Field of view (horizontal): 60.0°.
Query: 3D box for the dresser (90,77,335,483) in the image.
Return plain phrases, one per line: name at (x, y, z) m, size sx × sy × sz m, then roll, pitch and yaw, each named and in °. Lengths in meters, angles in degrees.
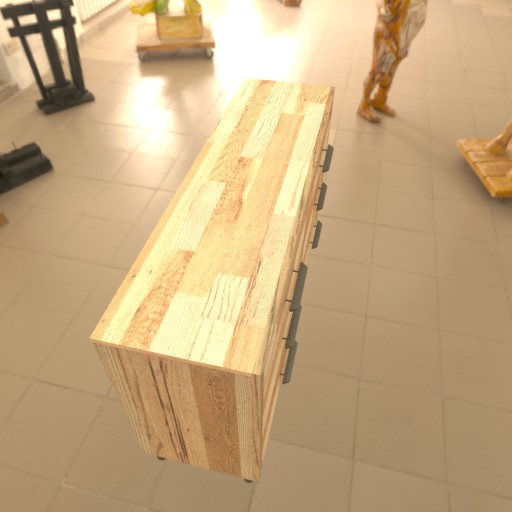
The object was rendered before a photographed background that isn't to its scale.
dresser at (0.000, 0.000, 1.894) m, size 0.487 × 0.834 × 1.547 m, roll 10°, pitch 47°, yaw 9°
